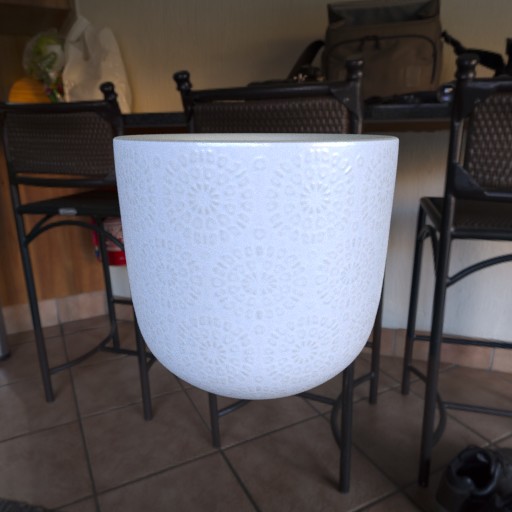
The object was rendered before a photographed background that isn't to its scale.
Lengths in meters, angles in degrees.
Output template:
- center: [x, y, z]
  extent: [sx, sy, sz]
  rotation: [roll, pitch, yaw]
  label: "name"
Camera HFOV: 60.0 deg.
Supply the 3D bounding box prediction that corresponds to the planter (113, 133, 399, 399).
- center: [0.000, 0.000, 0.363]
  extent: [0.208, 0.190, 0.208]
  rotation: [0, 17, 0]
  label: "planter"
